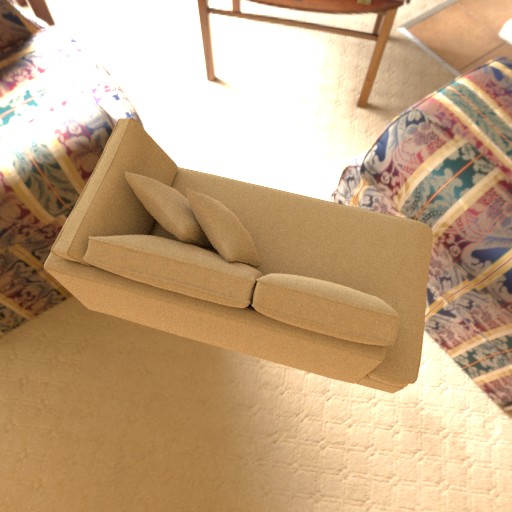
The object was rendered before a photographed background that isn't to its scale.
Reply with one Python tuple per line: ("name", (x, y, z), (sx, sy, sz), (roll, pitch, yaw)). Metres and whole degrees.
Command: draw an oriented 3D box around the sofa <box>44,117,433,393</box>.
("sofa", (0.000, 0.000, 2.890), (2.237, 1.033, 1.110), (14, 66, 7))
